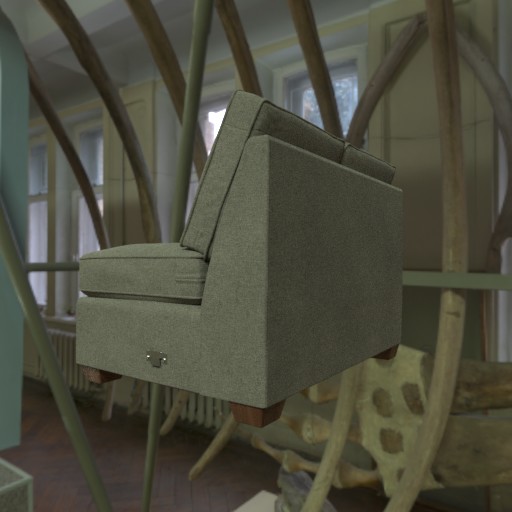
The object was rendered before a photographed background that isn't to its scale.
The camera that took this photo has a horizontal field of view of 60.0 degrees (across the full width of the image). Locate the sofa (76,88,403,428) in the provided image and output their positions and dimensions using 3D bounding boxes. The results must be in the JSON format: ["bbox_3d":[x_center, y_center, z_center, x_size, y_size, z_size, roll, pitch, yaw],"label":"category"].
[{"bbox_3d":[0.000,0.000,2.006,0.951,1.008,1.237,0,-1,36],"label":"sofa"}]
